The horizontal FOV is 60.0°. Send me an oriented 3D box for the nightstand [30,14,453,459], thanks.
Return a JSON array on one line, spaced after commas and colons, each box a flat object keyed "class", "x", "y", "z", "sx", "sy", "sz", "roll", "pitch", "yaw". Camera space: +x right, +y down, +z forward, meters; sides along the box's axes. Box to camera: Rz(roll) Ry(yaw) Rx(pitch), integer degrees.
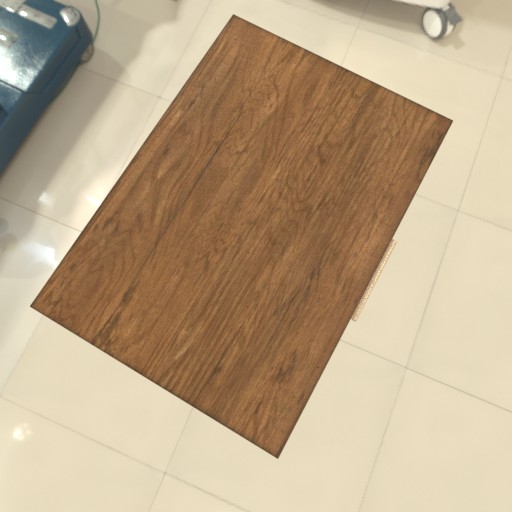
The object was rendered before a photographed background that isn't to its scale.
[{"class": "nightstand", "x": 0.000, "y": 0.000, "z": 1.006, "sx": 0.446, "sy": 0.610, "sz": 0.610, "roll": 29, "pitch": 78, "yaw": 7}]
